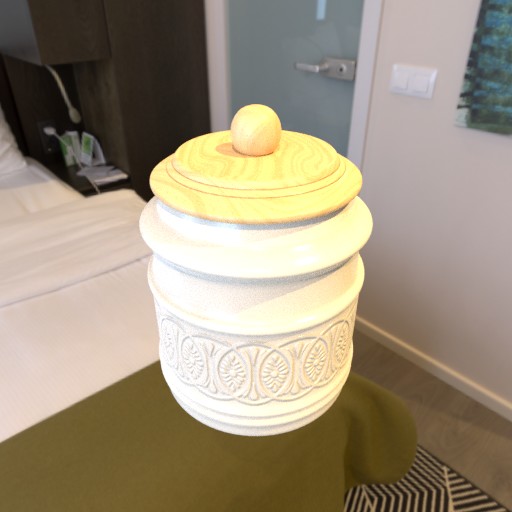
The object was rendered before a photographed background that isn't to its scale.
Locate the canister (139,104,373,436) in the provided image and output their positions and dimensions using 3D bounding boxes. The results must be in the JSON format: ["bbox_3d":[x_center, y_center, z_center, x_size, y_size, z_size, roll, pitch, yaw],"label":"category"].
[{"bbox_3d":[0.000,0.000,0.268,0.130,0.176,0.130,0,32,0],"label":"canister"}]
